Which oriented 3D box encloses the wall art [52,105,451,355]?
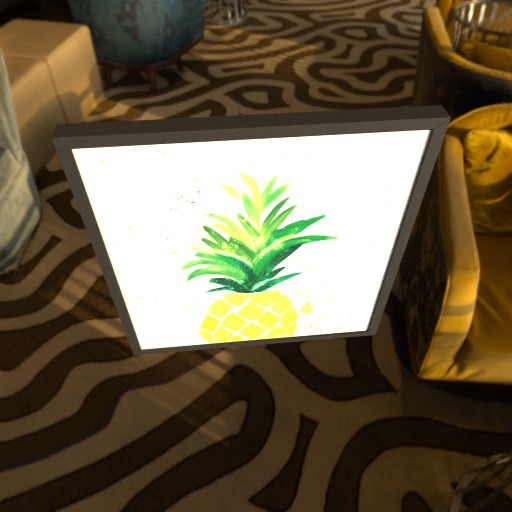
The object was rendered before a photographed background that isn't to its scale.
[{"bbox_3d":[0.000,0.000,0.756,0.508,0.507,0.033,-4,47,-4],"label":"wall art"}]
